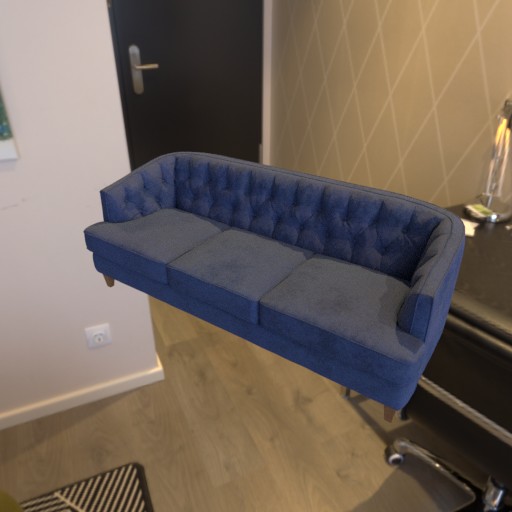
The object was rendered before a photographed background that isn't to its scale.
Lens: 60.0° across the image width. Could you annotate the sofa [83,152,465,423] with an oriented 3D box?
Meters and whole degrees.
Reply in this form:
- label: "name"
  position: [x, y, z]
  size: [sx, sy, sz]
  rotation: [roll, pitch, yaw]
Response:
- label: "sofa"
  position: [0.000, 0.000, 2.768]
  size: [2.278, 0.855, 0.941]
  rotation: [19, 34, 30]
